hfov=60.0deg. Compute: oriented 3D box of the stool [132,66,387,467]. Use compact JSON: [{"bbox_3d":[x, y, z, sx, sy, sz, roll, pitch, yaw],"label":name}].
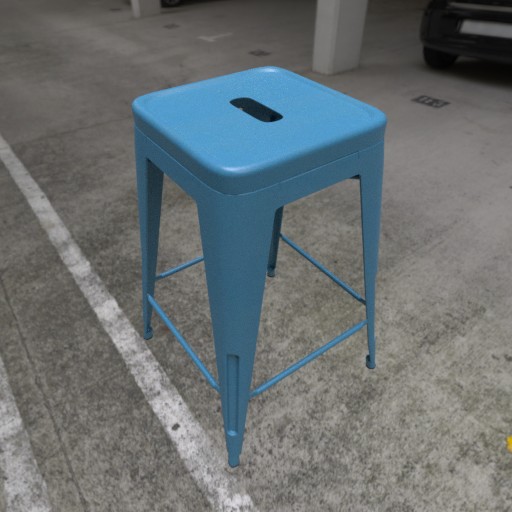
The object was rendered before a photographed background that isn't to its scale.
[{"bbox_3d":[0.000,0.000,0.881,0.410,0.608,0.410,-25,46,-26],"label":"stool"}]
